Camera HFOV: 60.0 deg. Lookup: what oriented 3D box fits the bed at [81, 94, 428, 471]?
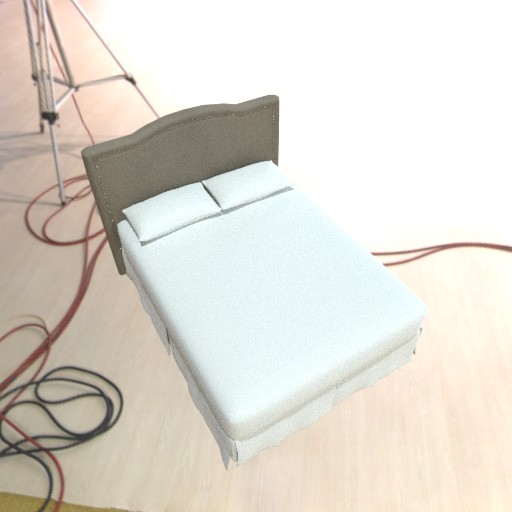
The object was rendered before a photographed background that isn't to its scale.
[{"bbox_3d":[0.000,0.000,3.331,1.744,1.441,2.128,-24,51,-21],"label":"bed"}]
